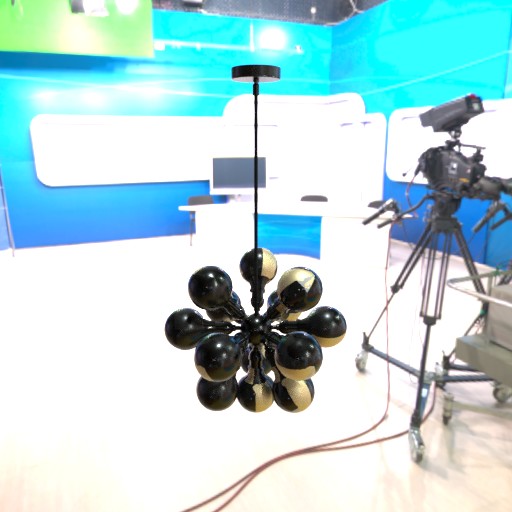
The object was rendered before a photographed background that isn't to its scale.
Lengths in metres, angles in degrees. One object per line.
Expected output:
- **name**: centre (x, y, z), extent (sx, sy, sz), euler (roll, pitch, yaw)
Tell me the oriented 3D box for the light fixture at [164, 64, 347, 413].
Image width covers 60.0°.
- **light fixture**: centre (0.000, 0.000, 1.090), extent (0.420, 0.859, 0.468), euler (8, 17, 27)
